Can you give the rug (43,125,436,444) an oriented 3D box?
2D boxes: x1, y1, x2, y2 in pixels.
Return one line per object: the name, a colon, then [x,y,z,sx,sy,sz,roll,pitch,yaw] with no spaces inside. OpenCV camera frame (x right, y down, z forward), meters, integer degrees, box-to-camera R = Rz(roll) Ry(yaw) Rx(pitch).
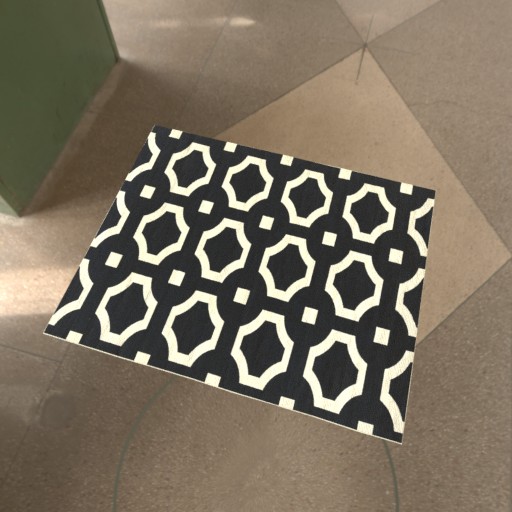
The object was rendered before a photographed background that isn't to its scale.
rug: [0.000,0.000,4.108,3.049,0.021,2.466,15,64,8]
